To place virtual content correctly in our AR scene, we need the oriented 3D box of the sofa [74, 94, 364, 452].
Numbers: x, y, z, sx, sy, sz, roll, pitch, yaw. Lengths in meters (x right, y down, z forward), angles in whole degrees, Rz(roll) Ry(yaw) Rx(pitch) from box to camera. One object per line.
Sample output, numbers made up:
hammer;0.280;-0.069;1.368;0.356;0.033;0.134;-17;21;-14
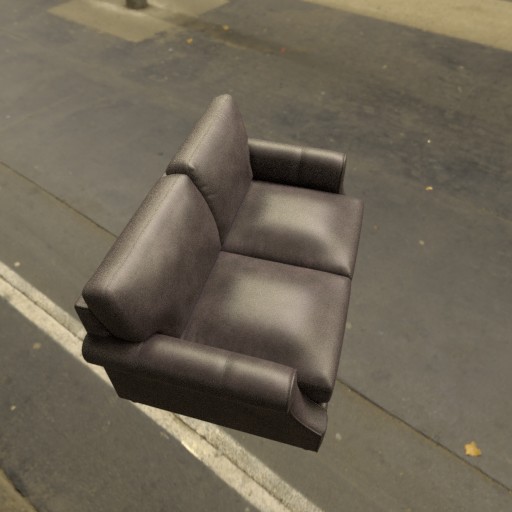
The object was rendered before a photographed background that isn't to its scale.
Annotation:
sofa;0.000;0.000;2.325;1.030;0.979;1.663;11;48;10
